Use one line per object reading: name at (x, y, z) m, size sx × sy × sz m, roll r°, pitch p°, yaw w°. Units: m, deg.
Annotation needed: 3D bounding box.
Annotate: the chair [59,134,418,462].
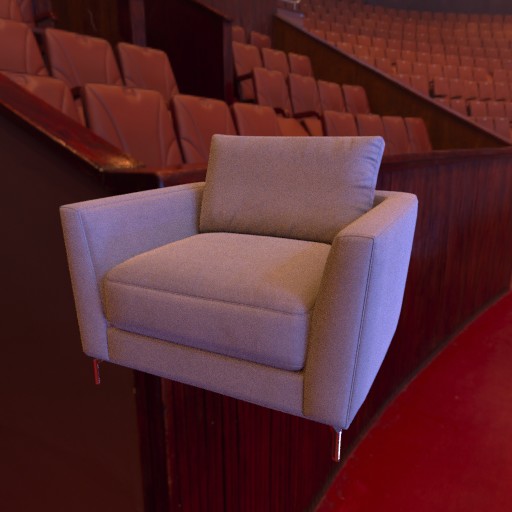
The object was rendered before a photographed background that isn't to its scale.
chair at (0.000, 0.000, 1.631) m, size 1.041 × 0.864 × 0.889 m, roll 7°, pitch 17°, yaw 25°
